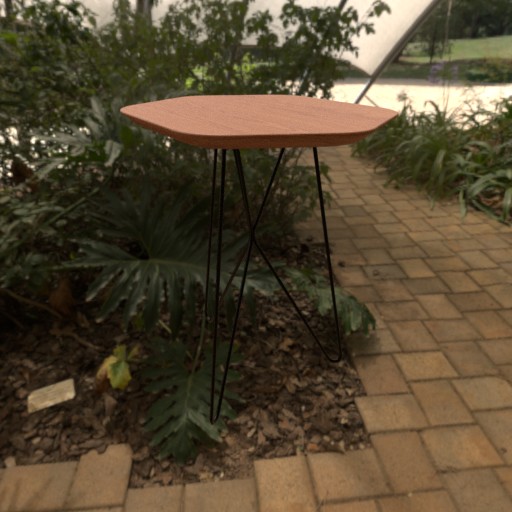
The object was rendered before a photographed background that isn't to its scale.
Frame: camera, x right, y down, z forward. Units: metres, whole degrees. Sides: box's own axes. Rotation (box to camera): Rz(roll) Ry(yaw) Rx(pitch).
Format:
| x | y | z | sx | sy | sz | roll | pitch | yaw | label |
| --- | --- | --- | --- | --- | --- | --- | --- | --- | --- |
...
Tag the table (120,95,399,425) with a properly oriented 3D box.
| x | y | z | sx | sy | sz | roll | pitch | yaw | label |
| --- | --- | --- | --- | --- | --- | --- | --- | --- | --- |
| 0.000 | 0.000 | 0.886 | 0.400 | 0.562 | 0.500 | -16 | 30 | -30 | table |
